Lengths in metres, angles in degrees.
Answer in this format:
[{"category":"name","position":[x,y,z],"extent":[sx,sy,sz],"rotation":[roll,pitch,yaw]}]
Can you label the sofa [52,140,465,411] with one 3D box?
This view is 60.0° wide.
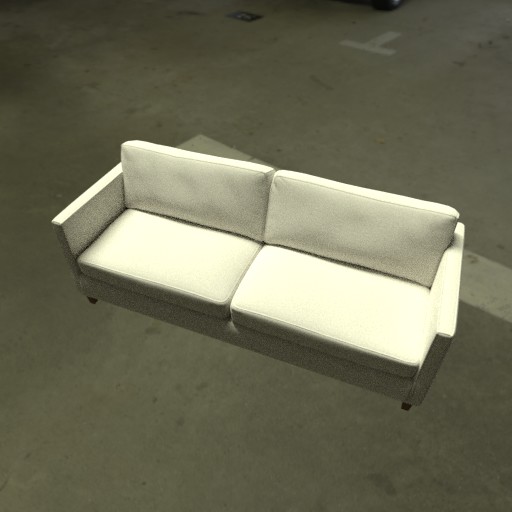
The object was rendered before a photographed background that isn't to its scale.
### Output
[{"category":"sofa","position":[0.000,0.000,2.850],"extent":[2.361,0.962,0.951],"rotation":[15,45,16]}]
